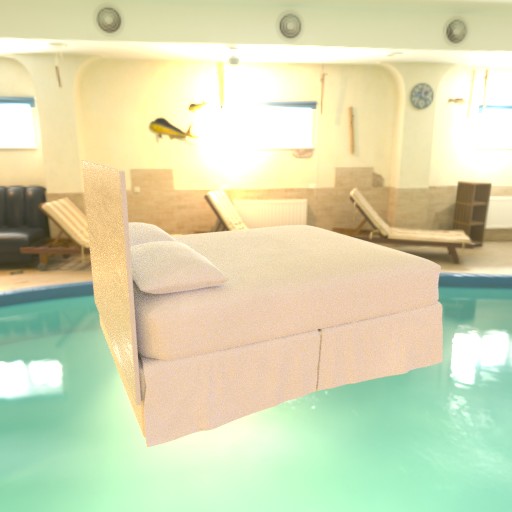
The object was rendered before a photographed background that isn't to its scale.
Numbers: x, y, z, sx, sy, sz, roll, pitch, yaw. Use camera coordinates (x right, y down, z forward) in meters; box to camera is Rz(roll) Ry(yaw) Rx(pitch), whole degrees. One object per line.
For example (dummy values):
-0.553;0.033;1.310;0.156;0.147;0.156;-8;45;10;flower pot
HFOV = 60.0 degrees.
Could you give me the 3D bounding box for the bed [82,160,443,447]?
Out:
0.000;0.000;3.188;2.094;1.335;1.745;-7;16;-25;bed
